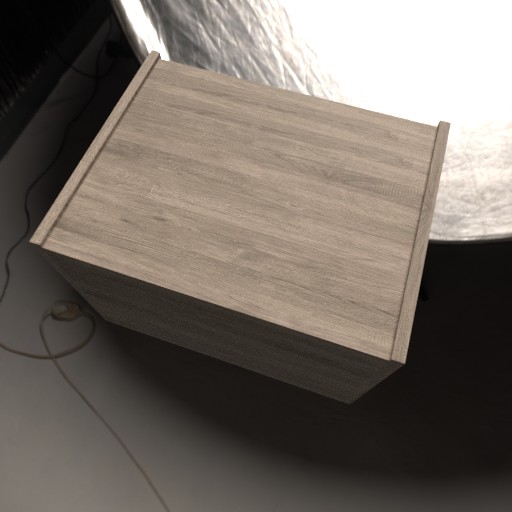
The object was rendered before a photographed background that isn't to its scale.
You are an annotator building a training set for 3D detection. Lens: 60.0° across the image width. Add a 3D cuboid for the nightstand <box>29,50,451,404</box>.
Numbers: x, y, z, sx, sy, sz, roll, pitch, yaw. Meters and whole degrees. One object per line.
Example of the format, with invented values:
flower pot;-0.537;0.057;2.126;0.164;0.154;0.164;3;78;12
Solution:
nightstand;0.000;0.000;0.832;0.480;0.500;0.380;17;65;8
